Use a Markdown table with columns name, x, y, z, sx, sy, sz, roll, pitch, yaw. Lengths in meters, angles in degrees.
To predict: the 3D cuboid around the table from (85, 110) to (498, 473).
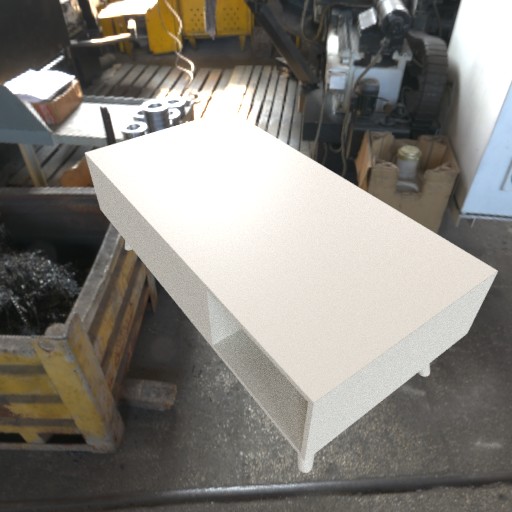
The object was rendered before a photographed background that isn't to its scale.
| name | x | y | z | sx | sy | sz | roll | pitch | yaw |
| --- | --- | --- | --- | --- | --- | --- | --- | --- | --- |
| table | 0.000 | 0.000 | 1.464 | 0.609 | 0.432 | 1.194 | -26 | 48 | -26 |
